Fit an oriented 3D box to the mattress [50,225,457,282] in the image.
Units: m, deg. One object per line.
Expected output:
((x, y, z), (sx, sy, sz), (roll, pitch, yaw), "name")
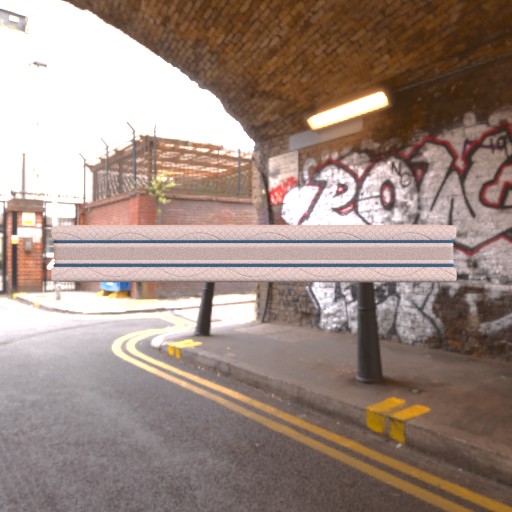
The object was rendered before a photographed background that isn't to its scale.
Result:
((0.000, 0.000, 2.737), (1.600, 0.230, 2.000), (0, -1, 1), "mattress")
